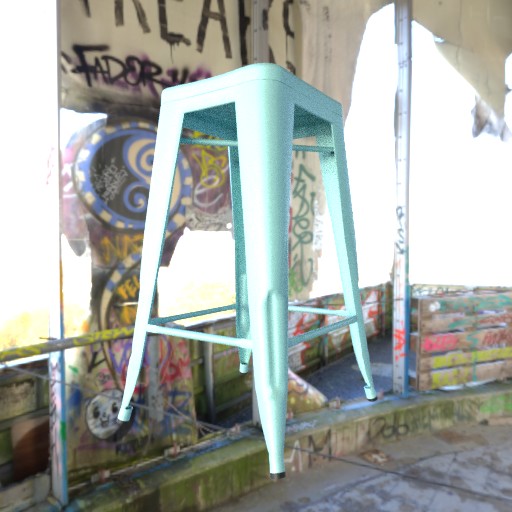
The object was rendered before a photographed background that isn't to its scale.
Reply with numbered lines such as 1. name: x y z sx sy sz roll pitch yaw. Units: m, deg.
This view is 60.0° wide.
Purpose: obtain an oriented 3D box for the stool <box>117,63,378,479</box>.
1. stool: 0.000 0.000 0.864 0.359 0.609 0.399 1 2 34
